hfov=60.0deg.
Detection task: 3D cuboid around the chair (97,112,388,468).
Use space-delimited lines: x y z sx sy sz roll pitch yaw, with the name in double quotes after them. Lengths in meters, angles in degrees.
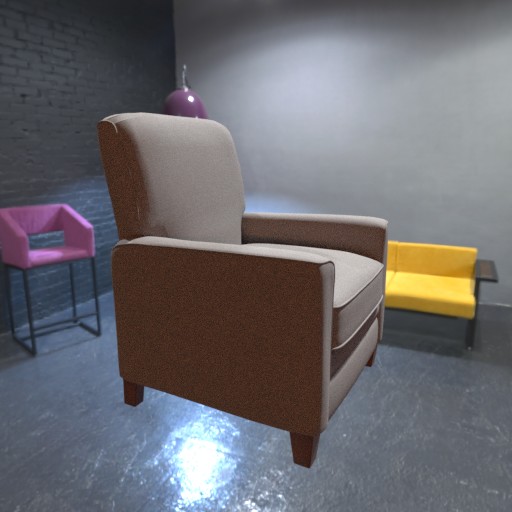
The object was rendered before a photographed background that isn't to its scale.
0.000 0.000 1.654 0.859 1.023 0.845 7 15 27 "chair"
